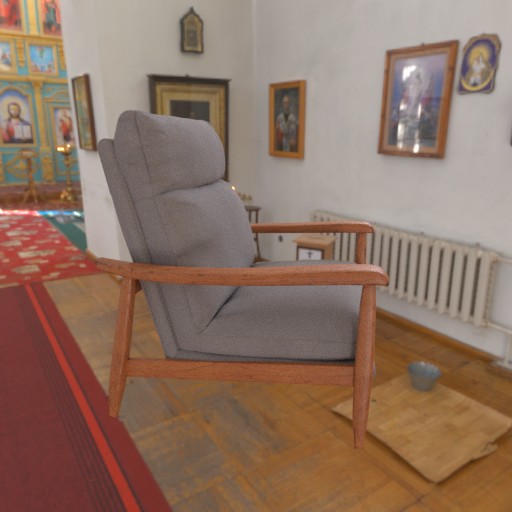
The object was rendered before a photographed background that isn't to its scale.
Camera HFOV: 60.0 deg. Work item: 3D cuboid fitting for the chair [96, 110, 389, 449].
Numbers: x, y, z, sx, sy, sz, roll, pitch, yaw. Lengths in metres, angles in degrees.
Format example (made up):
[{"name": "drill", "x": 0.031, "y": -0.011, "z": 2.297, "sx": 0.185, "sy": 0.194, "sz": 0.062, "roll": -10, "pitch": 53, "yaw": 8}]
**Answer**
[{"name": "chair", "x": 0.000, "y": 0.000, "z": 1.518, "sx": 0.816, "sy": 0.922, "sz": 0.782, "roll": 3, "pitch": 15, "yaw": 11}]
